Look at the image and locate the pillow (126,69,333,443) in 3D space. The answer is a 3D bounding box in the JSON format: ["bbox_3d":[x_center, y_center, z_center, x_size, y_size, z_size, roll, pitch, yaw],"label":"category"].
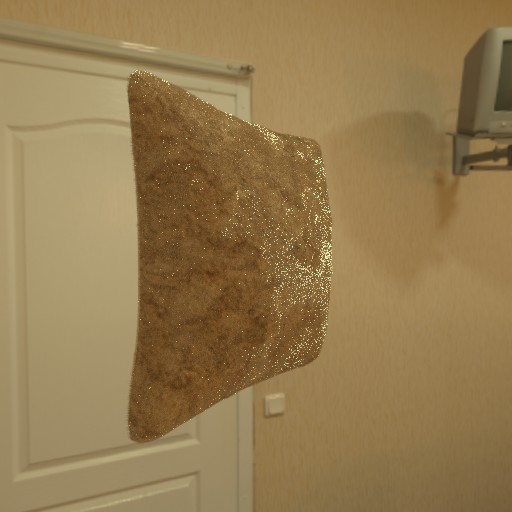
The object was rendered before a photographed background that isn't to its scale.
[{"bbox_3d":[0.000,0.000,0.804,0.216,0.525,0.538,2,3,35],"label":"pillow"}]
